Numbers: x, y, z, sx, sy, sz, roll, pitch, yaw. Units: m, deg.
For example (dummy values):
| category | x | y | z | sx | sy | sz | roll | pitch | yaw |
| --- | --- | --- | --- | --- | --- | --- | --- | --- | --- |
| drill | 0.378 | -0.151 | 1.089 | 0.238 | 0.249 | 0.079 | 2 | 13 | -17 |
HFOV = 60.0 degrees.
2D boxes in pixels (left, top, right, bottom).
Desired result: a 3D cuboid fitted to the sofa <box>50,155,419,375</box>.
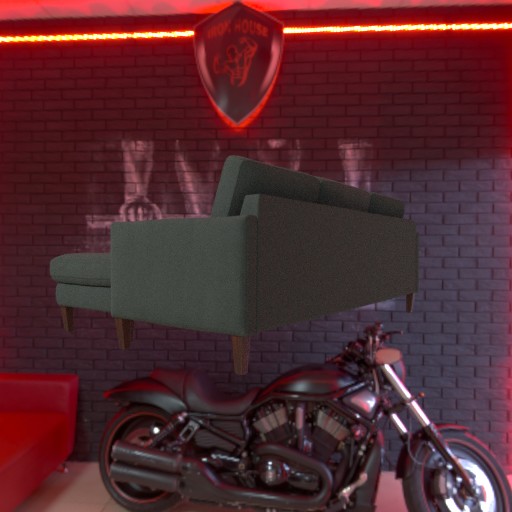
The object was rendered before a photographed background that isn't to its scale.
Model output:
| category | x | y | z | sx | sy | sz | roll | pitch | yaw |
| --- | --- | --- | --- | --- | --- | --- | --- | --- | --- |
| sofa | 0.000 | 0.000 | 2.944 | 1.506 | 0.876 | 2.178 | 1 | 1 | 36 |
